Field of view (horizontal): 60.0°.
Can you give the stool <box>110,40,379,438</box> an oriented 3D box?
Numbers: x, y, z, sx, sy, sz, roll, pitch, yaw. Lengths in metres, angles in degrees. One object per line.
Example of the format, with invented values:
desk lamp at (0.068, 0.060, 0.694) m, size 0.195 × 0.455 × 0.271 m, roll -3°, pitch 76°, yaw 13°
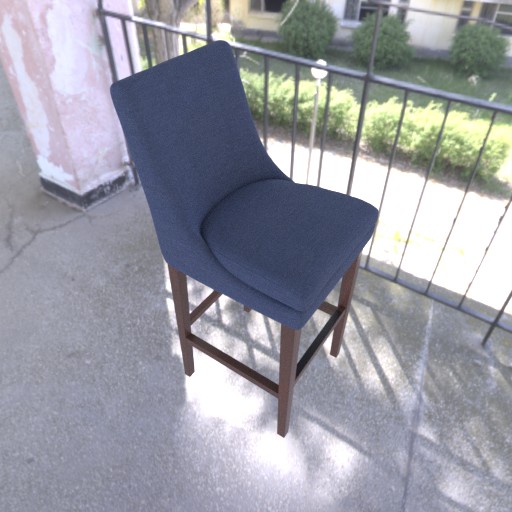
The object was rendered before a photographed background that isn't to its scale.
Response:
stool at (0.000, 0.000, 1.366) m, size 0.577 × 1.078 × 0.470 m, roll 24°, pitch 47°, yaw 25°
